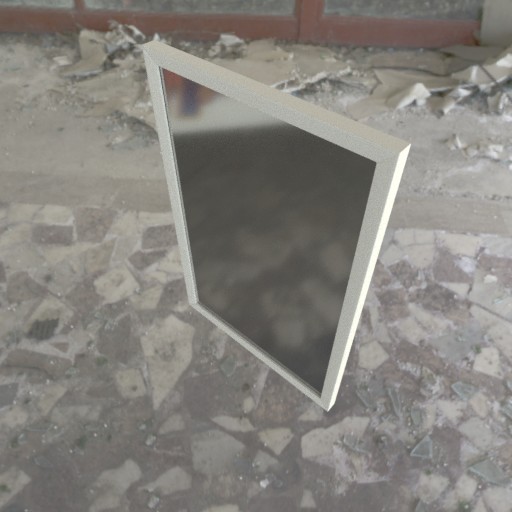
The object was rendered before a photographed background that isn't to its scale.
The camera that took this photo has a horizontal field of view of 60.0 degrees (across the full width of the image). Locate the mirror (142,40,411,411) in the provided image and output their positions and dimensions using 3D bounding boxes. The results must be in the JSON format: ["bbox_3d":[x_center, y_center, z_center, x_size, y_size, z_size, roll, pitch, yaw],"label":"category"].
[{"bbox_3d":[0.000,0.000,1.147,0.609,0.914,0.041,33,55,27],"label":"mirror"}]
